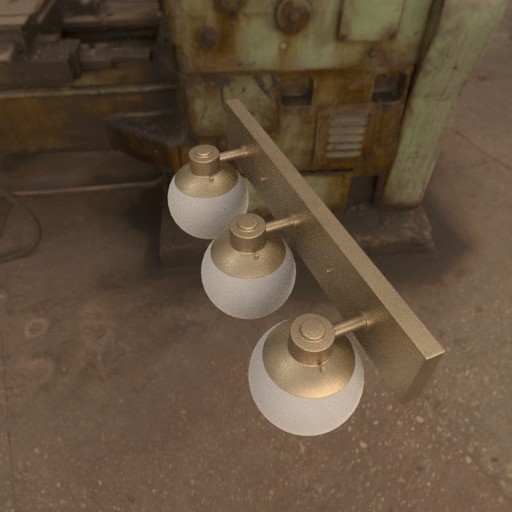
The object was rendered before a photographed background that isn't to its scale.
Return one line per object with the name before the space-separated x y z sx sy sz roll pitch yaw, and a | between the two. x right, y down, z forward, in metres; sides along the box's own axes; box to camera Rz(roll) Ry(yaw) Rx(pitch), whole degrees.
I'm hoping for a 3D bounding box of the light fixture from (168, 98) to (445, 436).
light fixture | 0.000 0.000 0.856 0.218 0.263 0.721 -17 49 -16
